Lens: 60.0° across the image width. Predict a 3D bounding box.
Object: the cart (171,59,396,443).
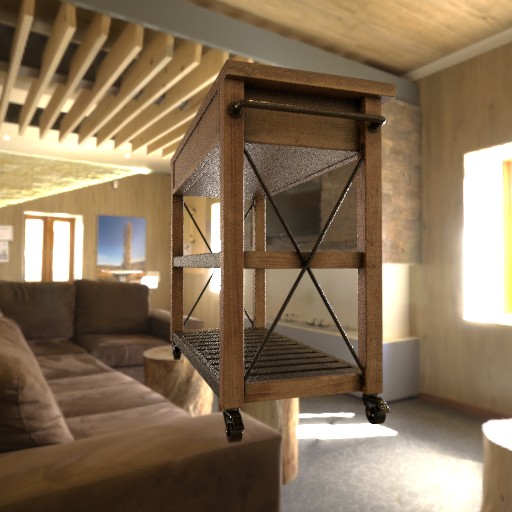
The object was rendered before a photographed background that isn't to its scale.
[{"bbox_3d":[0.000,0.000,0.985,0.298,0.554,0.686,0,-1,-18],"label":"cart"}]
